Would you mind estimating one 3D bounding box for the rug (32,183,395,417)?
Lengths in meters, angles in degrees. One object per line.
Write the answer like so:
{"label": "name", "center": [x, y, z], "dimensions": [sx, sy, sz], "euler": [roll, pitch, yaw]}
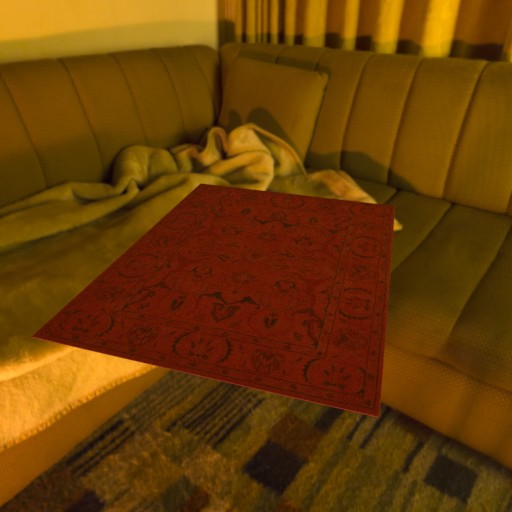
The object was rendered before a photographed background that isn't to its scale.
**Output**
{"label": "rug", "center": [0.000, 0.000, 3.927], "dimensions": [2.300, 0.012, 2.929], "euler": [9, 32, 14]}
